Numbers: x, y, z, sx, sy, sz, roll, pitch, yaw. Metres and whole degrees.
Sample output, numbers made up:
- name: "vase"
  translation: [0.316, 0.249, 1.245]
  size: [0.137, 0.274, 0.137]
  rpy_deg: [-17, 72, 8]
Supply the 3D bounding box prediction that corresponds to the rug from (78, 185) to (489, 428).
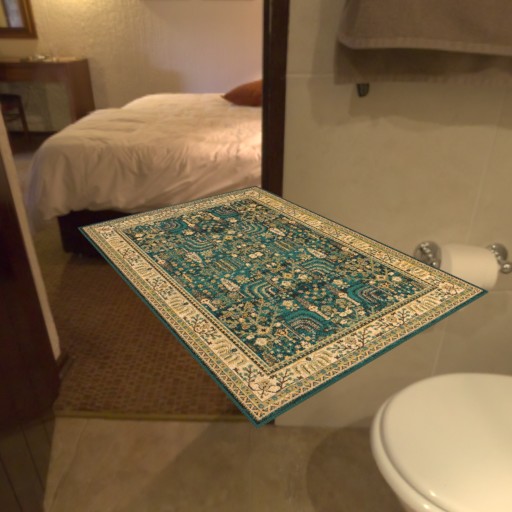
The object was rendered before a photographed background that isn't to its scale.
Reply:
- name: "rug"
  translation: [0.000, 0.000, 2.845]
  size: [1.594, 0.013, 2.213]
  rpy_deg: [-19, 33, -31]
